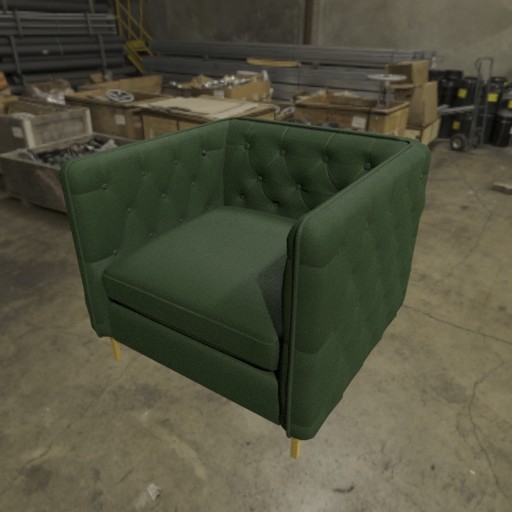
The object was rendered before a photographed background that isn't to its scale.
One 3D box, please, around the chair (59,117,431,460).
[{"bbox_3d":[0.000,0.000,1.557,0.917,0.768,0.855,17,32,29],"label":"chair"}]
